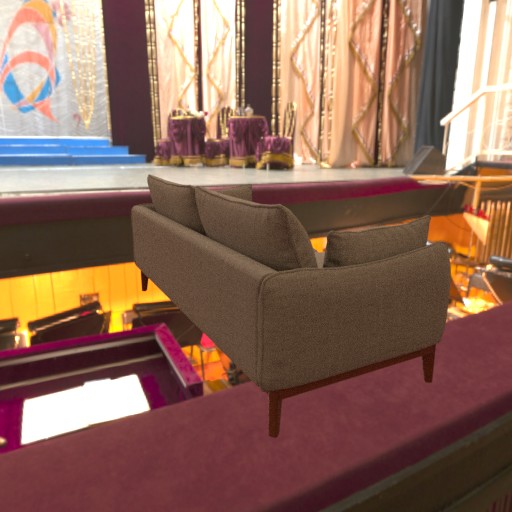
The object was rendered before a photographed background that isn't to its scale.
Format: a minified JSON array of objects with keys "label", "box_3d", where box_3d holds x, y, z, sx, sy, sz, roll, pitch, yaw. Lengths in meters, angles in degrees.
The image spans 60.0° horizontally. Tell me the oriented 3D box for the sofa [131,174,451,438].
[{"label":"sofa","box_3d":[0.000,0.000,2.531,0.972,0.851,1.989,-8,16,-27]}]
